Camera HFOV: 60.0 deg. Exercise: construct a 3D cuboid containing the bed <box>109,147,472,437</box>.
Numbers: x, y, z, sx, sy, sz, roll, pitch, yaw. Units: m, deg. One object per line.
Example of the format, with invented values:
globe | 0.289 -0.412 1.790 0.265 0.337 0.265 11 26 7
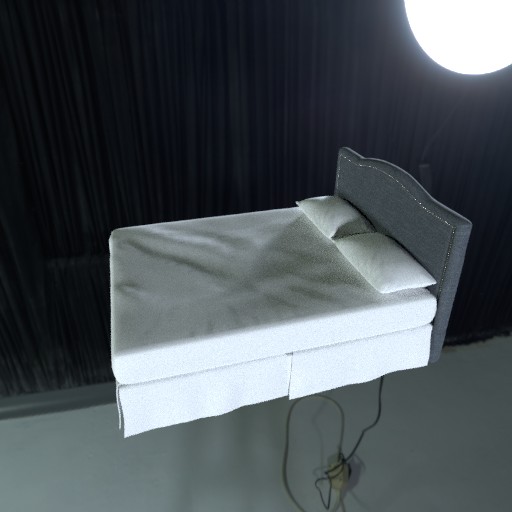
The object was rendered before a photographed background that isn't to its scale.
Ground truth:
bed | 0.000 0.000 4.041 2.689 1.457 2.161 -8 31 -14
